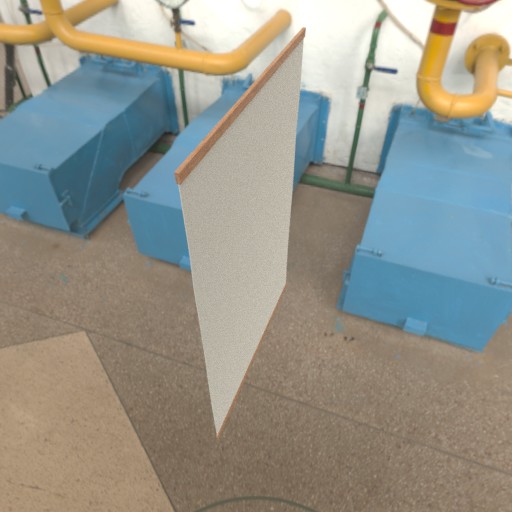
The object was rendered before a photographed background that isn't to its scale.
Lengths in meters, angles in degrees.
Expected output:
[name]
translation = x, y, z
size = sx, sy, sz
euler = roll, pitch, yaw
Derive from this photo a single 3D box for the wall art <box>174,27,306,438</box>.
[wall art]
translation = 0.000, 0.000, 1.904
size = 0.019, 1.527, 1.019
euler = 16, 48, 15
